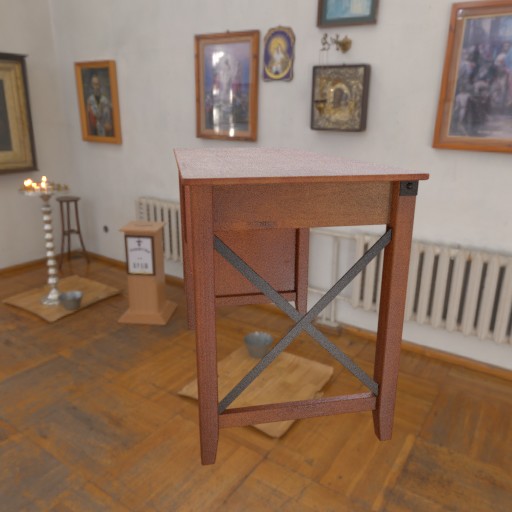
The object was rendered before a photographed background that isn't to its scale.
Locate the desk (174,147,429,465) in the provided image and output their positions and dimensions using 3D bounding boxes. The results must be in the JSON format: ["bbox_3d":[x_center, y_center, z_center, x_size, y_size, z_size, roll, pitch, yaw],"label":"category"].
[{"bbox_3d":[0.000,0.000,1.718,0.574,0.756,1.353,-3,17,-10],"label":"desk"}]
